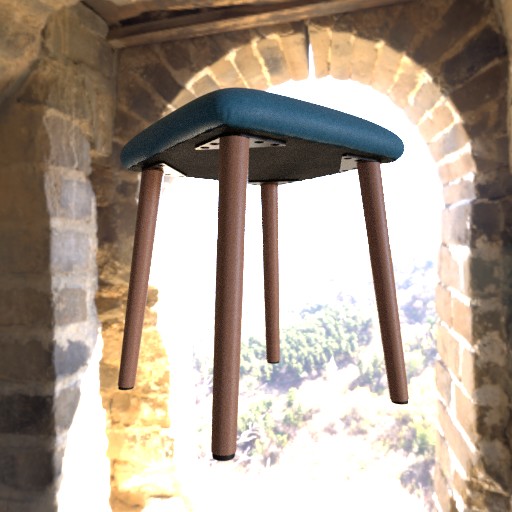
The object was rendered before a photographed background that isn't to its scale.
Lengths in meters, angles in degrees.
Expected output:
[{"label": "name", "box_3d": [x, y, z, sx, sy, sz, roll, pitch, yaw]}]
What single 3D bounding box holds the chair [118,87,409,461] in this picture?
[{"label": "chair", "box_3d": [0.000, 0.000, 0.719, 0.360, 0.450, 0.360, 0, 0, -36]}]
